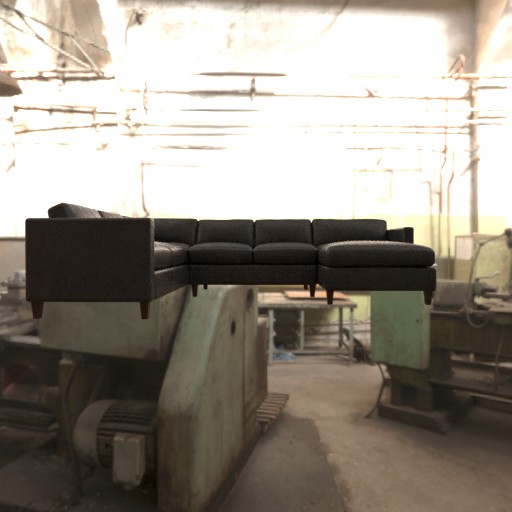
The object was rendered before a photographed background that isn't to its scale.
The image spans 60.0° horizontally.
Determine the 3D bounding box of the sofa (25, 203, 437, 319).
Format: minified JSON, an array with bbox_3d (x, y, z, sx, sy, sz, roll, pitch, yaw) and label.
[{"bbox_3d":[0.000,0.000,4.414,3.324,0.891,2.452,0,1,1],"label":"sofa"}]
